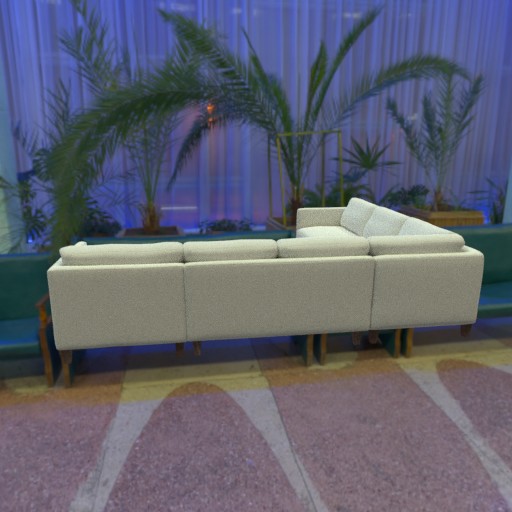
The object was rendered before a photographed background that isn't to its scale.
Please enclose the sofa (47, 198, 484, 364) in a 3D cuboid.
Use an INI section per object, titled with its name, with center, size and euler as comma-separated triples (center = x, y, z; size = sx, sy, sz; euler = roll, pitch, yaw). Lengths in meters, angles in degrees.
[sofa]
center = 0.000, 0.000, 4.443
size = 3.238, 0.853, 2.551
euler = -2, 15, -8
